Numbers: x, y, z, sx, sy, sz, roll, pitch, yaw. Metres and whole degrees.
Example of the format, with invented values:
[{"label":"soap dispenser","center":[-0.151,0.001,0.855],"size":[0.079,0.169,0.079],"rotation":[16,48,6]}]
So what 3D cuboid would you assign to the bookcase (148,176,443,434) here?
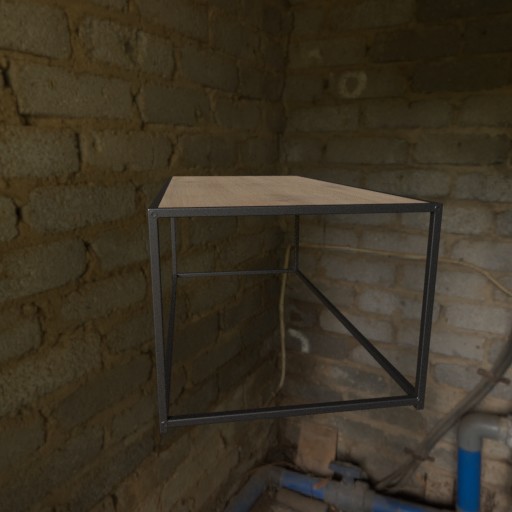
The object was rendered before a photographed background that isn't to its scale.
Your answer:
[{"label":"bookcase","center":[0.000,0.000,1.255],"size":[0.500,0.400,1.000],"rotation":[-2,13,-9]}]
